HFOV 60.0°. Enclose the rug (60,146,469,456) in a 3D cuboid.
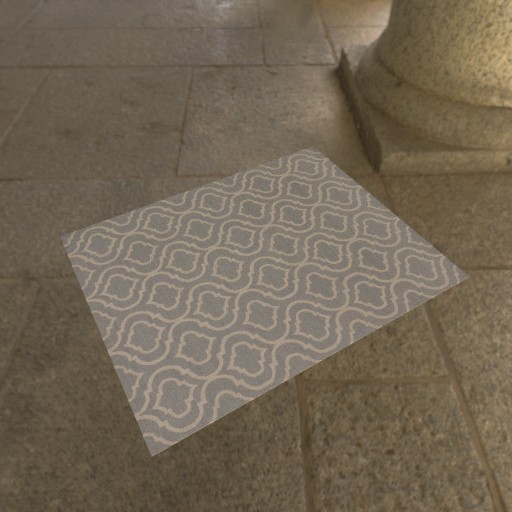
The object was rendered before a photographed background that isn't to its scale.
[{"bbox_3d":[0.000,0.000,3.965,2.892,0.006,2.283,-24,52,-20],"label":"rug"}]
